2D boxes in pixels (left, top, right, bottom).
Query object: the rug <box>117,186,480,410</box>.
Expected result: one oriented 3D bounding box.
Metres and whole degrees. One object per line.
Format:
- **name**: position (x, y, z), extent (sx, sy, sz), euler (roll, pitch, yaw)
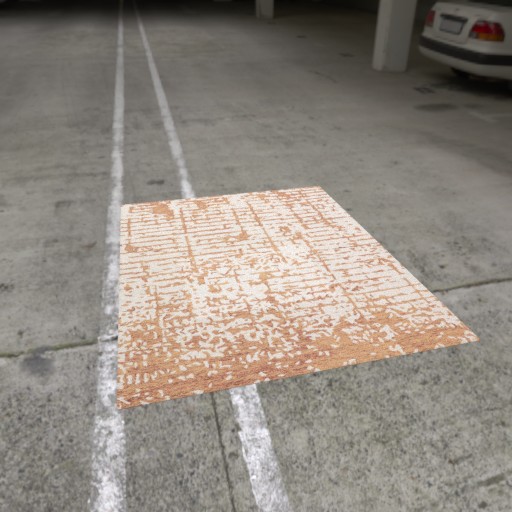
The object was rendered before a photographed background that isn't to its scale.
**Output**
- **rug**: position (0.000, 0.000, 4.096), extent (2.441, 0.011, 3.050), euler (-7, 31, -12)
